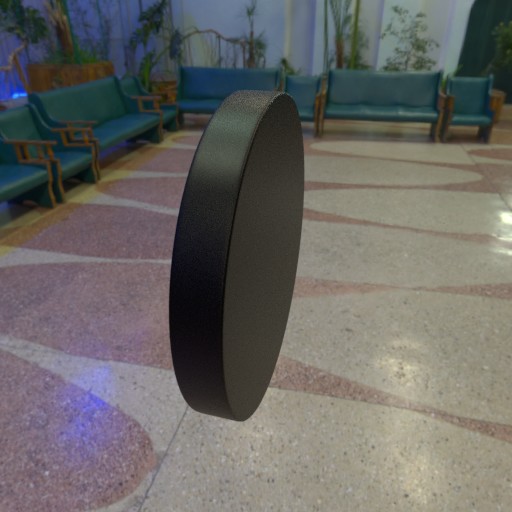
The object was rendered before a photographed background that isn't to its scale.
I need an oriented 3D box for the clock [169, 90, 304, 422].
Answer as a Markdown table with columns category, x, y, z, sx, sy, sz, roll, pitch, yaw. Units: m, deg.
| category | x | y | z | sx | sy | sz | roll | pitch | yaw |
| --- | --- | --- | --- | --- | --- | --- | --- | --- | --- |
| clock | 0.000 | 0.000 | 0.448 | 0.040 | 0.314 | 0.314 | 8 | 29 | 14 |
